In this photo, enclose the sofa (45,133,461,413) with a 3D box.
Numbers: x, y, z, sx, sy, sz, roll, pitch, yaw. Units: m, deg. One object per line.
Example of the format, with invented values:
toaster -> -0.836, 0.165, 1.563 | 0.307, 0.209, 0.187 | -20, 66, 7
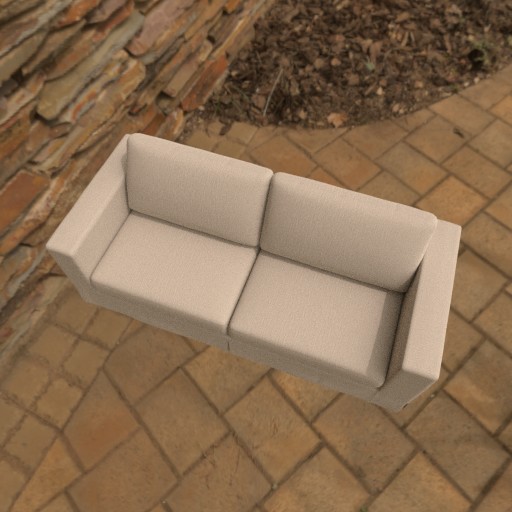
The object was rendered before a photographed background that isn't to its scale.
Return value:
sofa -> 0.000, 0.000, 2.635 | 2.163, 0.881, 0.954 | 17, 61, 10
